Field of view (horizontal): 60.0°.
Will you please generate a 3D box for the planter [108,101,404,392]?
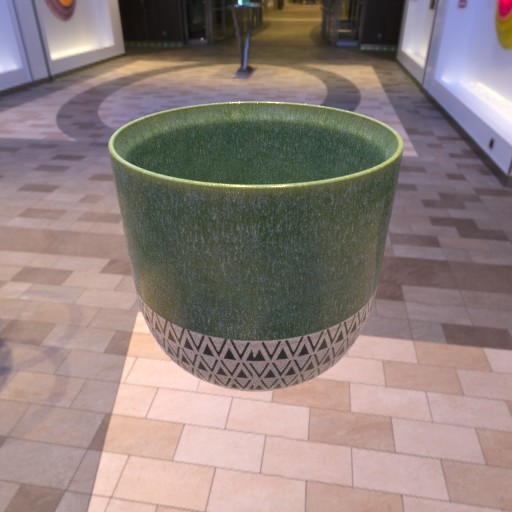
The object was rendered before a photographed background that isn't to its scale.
[{"bbox_3d":[0.000,0.000,0.483,0.266,0.270,0.266,0,31,0],"label":"planter"}]
